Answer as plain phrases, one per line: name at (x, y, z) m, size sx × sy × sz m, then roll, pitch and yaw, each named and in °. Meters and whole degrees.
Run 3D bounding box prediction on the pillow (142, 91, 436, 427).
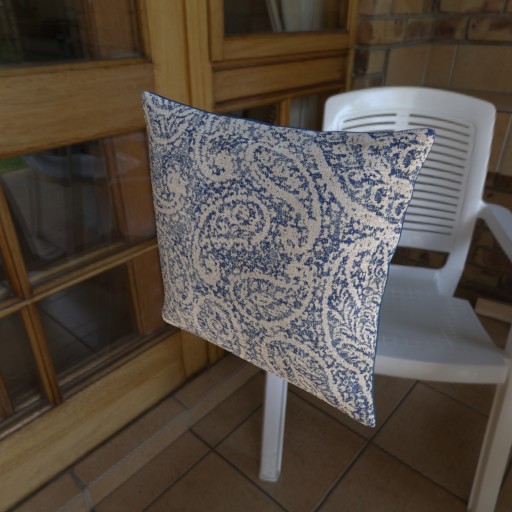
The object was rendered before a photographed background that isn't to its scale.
pillow at (0.000, 0.000, 0.783) m, size 0.523 × 0.510 × 0.166 m, roll 19°, pitch 34°, yaw 31°
